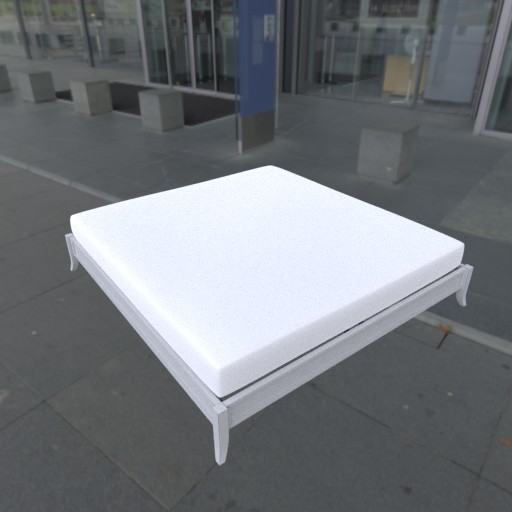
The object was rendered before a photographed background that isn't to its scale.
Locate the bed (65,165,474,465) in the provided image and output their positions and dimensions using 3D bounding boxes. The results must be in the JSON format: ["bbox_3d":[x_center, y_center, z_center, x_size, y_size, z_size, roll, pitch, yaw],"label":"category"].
[{"bbox_3d":[0.000,0.000,3.104,2.007,0.510,2.108,-21,35,-32],"label":"bed"}]
